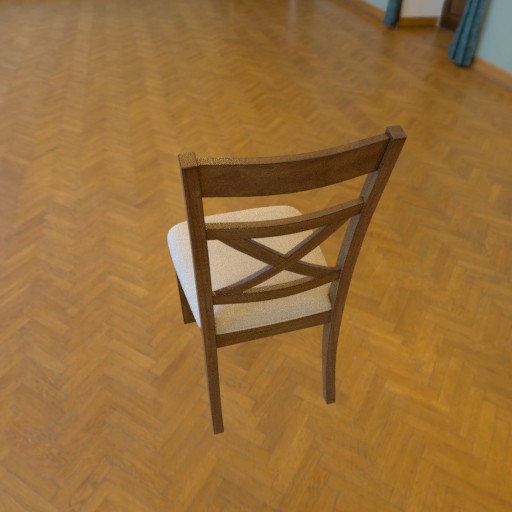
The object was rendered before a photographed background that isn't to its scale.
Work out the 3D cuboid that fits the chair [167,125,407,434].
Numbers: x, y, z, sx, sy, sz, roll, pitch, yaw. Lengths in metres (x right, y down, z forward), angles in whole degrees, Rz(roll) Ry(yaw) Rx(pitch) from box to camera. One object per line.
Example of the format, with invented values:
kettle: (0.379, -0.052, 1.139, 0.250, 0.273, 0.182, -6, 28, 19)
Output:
chair: (0.000, 0.000, 1.259, 0.461, 0.949, 0.581, -11, 42, -12)
